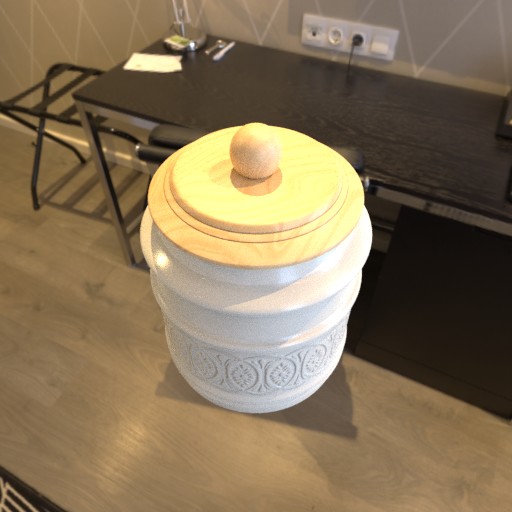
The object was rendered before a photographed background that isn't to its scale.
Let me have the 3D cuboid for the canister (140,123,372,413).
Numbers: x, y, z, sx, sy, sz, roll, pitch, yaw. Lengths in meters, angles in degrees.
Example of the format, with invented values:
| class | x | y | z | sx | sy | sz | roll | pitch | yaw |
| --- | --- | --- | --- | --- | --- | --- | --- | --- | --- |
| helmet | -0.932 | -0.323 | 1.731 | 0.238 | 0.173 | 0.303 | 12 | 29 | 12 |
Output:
| class | x | y | z | sx | sy | sz | roll | pitch | yaw |
| --- | --- | --- | --- | --- | --- | --- | --- | --- | --- |
| canister | 0.000 | 0.000 | 0.273 | 0.130 | 0.176 | 0.130 | 0 | 47 | 0 |
